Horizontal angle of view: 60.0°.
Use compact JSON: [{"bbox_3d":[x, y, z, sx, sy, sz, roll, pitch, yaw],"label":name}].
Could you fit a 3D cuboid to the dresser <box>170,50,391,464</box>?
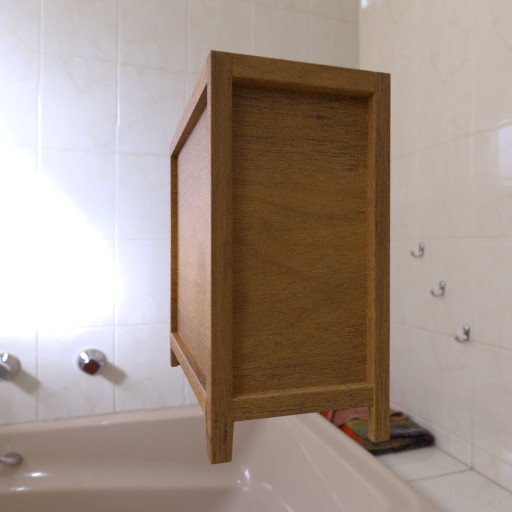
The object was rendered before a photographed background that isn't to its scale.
[{"bbox_3d":[0.000,0.000,1.301,0.427,0.804,0.804,0,1,-17],"label":"dresser"}]
